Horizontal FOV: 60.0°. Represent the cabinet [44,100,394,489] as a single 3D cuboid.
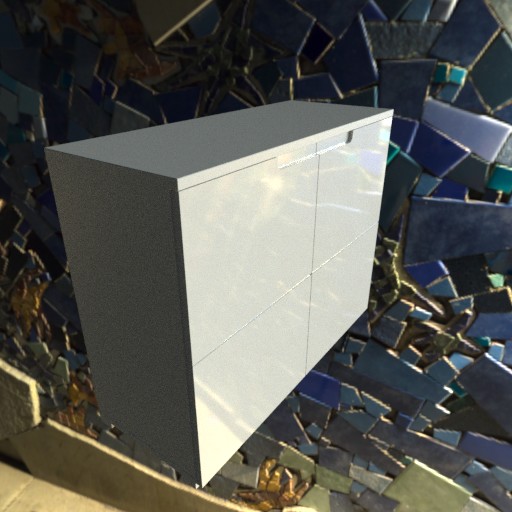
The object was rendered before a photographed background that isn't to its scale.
[{"bbox_3d":[0.000,0.000,1.385,0.400,0.800,1.000,18,31,32],"label":"cabinet"}]
